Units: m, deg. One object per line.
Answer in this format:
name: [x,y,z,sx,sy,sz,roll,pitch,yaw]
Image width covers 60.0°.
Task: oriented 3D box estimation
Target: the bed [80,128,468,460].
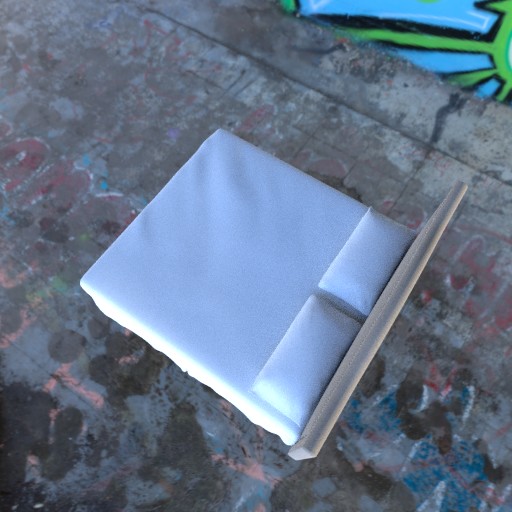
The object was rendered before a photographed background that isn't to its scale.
bed: [0.000,0.000,3.511,2.182,1.421,2.083,31,68,14]
